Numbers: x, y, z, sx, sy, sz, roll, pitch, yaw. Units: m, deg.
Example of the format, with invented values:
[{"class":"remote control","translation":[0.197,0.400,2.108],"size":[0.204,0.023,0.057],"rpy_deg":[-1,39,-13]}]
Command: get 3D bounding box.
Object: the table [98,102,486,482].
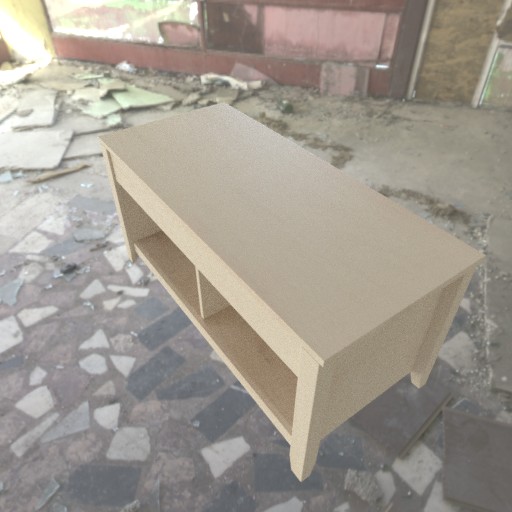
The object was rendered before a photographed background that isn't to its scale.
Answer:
[{"class":"table","translation":[0.000,0.000,1.295],"size":[0.457,0.483,1.016],"rpy_deg":[-25,47,-26]}]
